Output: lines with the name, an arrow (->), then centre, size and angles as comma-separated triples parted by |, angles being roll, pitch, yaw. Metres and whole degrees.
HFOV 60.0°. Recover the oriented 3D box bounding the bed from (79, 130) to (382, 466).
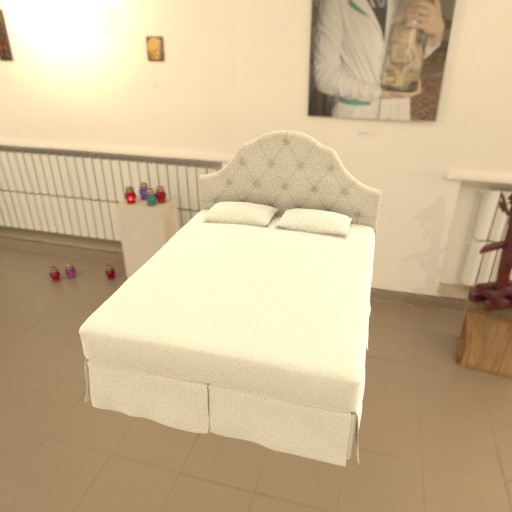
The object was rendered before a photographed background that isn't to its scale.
bed -> 0.000, 0.000, 3.765 | 2.039, 1.617, 2.477 | 7, 28, 14
